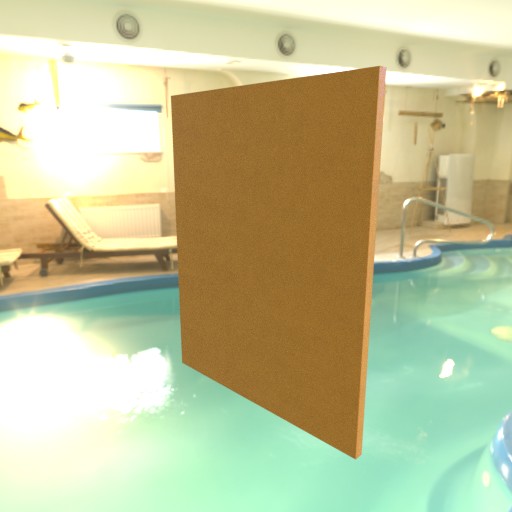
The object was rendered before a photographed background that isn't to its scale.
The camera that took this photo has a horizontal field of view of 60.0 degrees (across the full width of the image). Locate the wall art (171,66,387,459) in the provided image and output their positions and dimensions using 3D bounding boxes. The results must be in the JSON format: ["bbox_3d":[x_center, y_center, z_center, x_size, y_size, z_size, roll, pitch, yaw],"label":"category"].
[{"bbox_3d":[0.000,0.000,1.376,0.798,1.002,0.030,13,19,43],"label":"wall art"}]
